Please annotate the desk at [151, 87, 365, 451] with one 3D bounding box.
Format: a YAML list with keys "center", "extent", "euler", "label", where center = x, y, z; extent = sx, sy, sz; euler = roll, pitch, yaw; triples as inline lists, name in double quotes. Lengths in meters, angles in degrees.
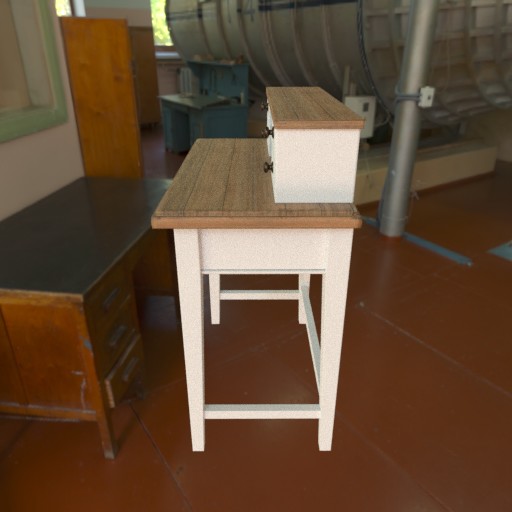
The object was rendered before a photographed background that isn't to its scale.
- center: [0.000, 0.000, 1.460]
  extent: [0.462, 0.981, 0.814]
  euler: [0, 26, 0]
  label: "desk"
